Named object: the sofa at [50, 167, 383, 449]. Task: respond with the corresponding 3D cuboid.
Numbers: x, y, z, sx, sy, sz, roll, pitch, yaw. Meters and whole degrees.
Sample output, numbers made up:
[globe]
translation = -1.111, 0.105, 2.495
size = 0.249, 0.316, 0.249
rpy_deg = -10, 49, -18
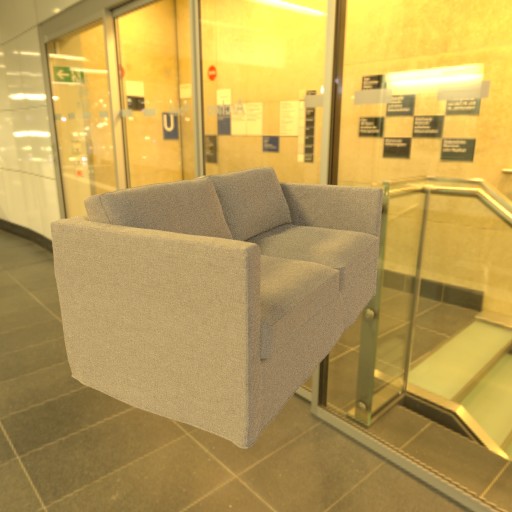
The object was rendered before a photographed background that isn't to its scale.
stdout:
[sofa]
translation = 0.000, 0.000, 2.351
size = 0.956, 0.828, 1.766
rpy_deg = 8, 18, 28
